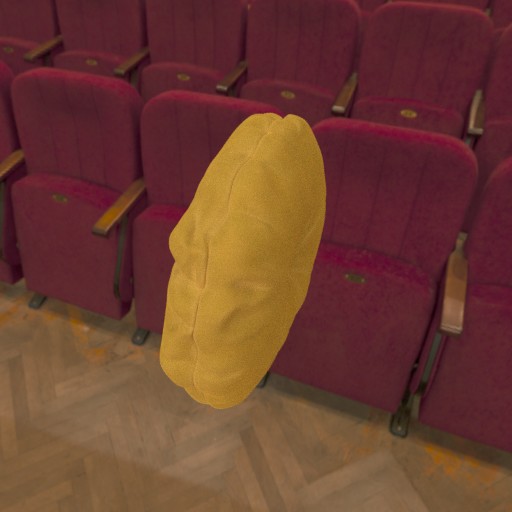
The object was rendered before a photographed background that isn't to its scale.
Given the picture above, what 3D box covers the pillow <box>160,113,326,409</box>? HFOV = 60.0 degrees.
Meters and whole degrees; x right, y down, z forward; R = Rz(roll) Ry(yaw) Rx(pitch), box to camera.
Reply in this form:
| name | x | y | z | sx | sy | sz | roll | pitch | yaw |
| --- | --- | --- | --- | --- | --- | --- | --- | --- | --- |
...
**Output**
| name | x | y | z | sx | sy | sz | roll | pitch | yaw |
| --- | --- | --- | --- | --- | --- | --- | --- | --- | --- |
| pillow | 0.000 | 0.000 | 0.660 | 0.148 | 0.407 | 0.428 | 15 | 48 | 14 |
